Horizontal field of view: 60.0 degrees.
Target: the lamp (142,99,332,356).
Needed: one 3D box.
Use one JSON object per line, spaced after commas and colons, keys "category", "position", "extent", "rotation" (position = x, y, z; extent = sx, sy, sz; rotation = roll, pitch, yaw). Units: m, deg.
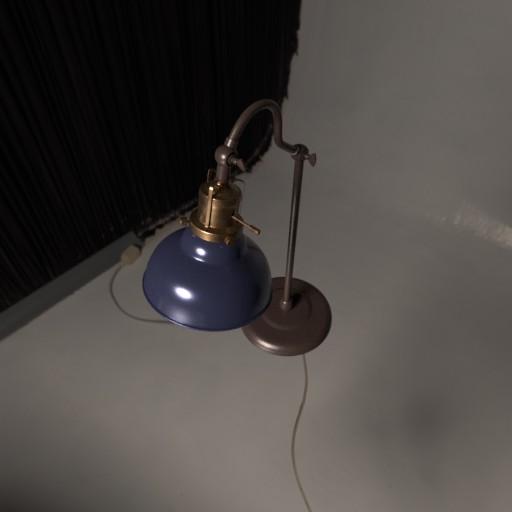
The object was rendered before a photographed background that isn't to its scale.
{"category": "lamp", "position": [0.000, 0.000, 0.688], "extent": [0.192, 0.508, 0.374], "rotation": [33, 55, 27]}
